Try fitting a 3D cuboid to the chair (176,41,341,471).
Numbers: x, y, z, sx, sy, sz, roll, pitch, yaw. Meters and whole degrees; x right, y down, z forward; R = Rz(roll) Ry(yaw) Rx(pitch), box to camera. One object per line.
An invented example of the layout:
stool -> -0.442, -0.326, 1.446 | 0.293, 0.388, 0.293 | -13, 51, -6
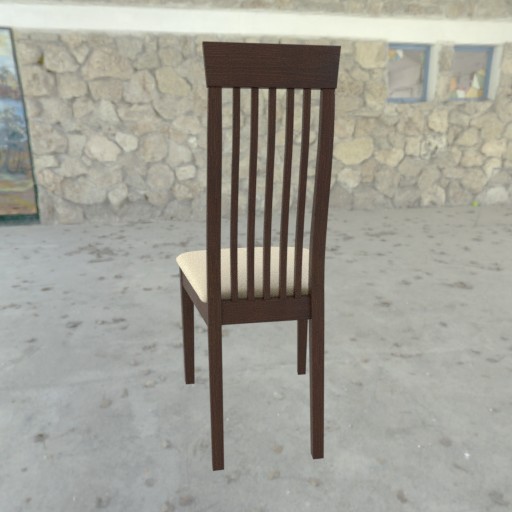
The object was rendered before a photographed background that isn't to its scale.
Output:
chair -> 0.000, 0.000, 1.264 | 0.460, 1.027, 0.474 | -2, 15, -9
